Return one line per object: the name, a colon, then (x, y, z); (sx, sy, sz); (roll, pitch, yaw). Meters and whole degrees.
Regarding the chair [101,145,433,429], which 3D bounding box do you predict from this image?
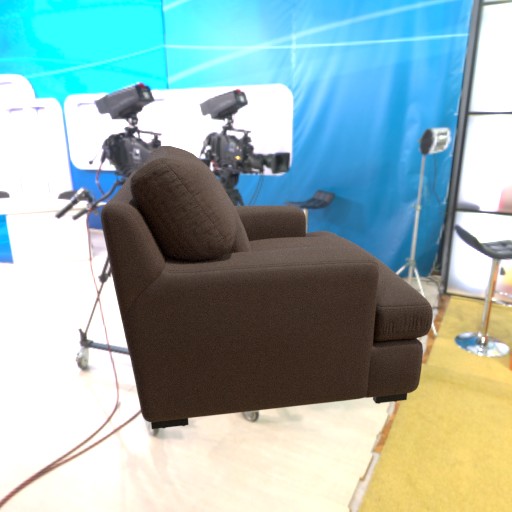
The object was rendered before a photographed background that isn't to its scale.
chair: (0.000, 0.000, 2.006); (1.143, 0.940, 1.168); (-3, 17, -10)
